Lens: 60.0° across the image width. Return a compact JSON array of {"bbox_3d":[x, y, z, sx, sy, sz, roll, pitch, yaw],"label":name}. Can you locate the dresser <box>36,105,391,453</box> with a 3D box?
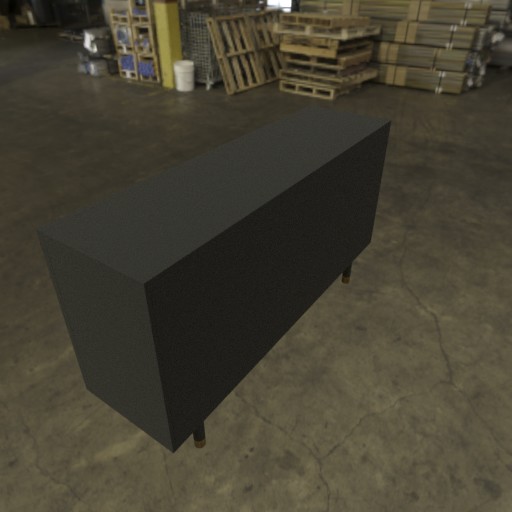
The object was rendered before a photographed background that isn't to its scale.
[{"bbox_3d":[0.000,0.000,1.917,0.463,0.872,1.558,22,39,29],"label":"dresser"}]
